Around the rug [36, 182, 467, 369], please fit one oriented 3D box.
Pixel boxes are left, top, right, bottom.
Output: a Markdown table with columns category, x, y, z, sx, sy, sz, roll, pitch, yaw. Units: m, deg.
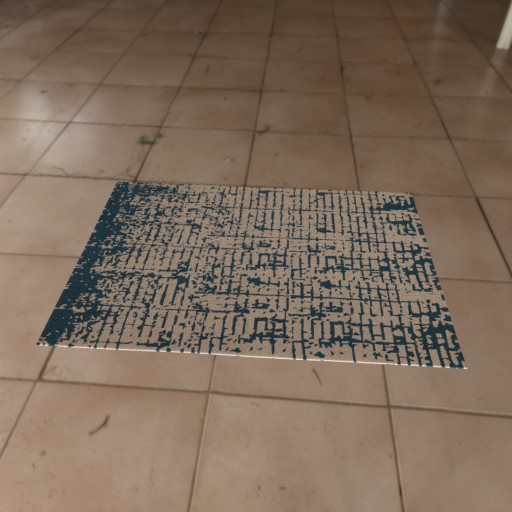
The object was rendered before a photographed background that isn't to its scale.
| category | x | y | z | sx | sy | sz | roll | pitch | yaw |
| --- | --- | --- | --- | --- | --- | --- | --- | --- | --- |
| rug | 0.000 | 0.000 | 2.307 | 1.828 | 0.007 | 1.220 | 3 | 44 | 3 |
